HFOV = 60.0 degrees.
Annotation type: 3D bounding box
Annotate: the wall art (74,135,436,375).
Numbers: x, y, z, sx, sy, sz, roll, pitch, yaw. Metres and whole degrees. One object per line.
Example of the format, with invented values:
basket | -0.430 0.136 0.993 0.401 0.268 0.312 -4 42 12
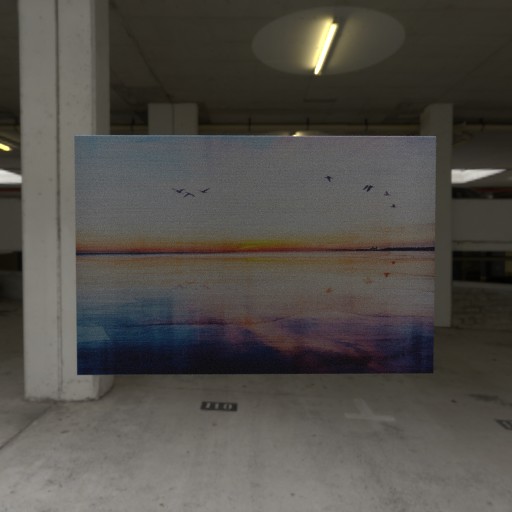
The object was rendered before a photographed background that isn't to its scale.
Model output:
wall art | 0.000 0.000 0.754 0.604 0.402 0.018 0 2 -1
